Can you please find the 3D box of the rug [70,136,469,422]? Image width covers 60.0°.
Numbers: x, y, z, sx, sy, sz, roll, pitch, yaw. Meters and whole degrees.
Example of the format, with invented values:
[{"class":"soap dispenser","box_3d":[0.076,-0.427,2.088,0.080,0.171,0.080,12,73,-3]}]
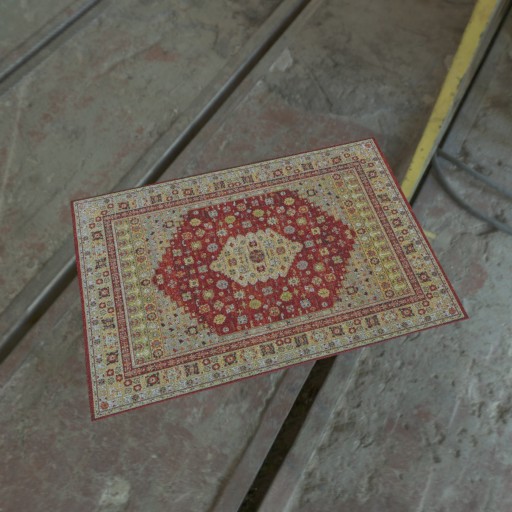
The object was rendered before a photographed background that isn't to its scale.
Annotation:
[{"class":"rug","box_3d":[0.000,0.000,2.291,1.802,0.013,1.194,-13,63,-7]}]
